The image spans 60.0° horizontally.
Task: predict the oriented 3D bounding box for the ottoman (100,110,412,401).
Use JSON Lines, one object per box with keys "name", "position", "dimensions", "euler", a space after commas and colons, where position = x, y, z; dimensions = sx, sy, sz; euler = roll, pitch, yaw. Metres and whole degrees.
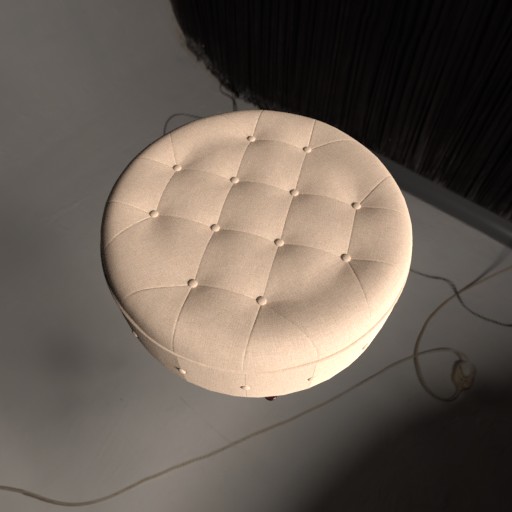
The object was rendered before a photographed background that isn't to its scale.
{"name": "ottoman", "position": [0.000, 0.000, 1.369], "dimensions": [0.848, 0.494, 0.848], "euler": [0, 58, 0]}
